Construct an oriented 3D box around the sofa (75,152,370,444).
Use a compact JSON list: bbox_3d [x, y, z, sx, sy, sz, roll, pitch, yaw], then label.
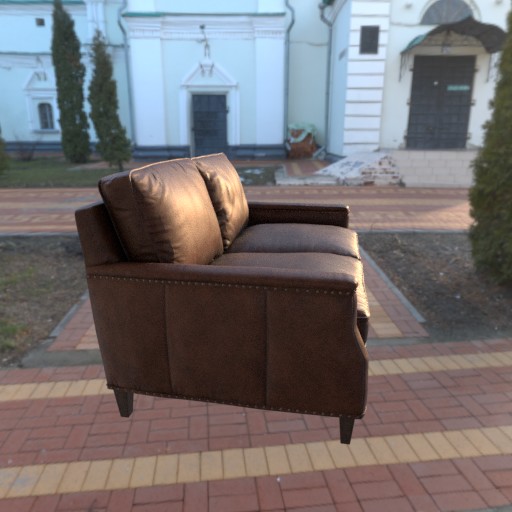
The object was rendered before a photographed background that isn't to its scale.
[{"bbox_3d":[0.000,0.000,2.299,1.083,1.003,1.628,3,16,10],"label":"sofa"}]
